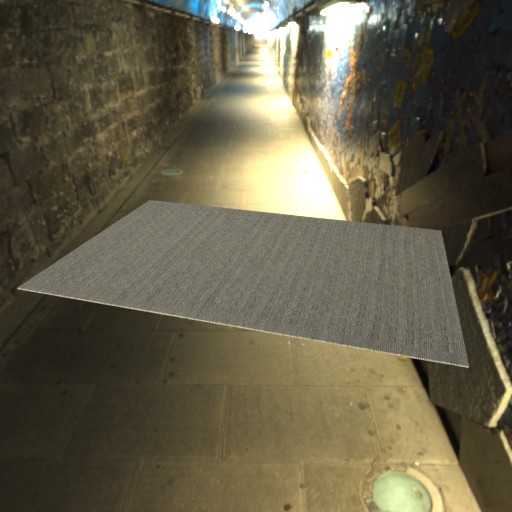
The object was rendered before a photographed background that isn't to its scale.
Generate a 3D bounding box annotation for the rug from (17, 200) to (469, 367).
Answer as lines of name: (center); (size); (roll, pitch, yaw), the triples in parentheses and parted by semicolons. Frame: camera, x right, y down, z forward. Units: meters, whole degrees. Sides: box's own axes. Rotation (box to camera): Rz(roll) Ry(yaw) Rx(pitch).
rug: (0.000, 0.000, 2.128); (1.752, 0.006, 1.142); (7, 28, 14)
